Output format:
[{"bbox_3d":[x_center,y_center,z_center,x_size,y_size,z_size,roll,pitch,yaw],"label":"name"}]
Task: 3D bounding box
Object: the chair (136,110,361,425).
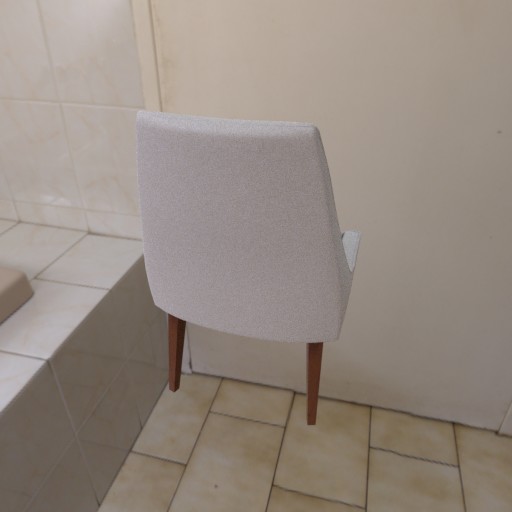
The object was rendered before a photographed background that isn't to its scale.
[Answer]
[{"bbox_3d":[0.000,0.000,1.213,0.529,0.861,0.544,9,33,14],"label":"chair"}]
